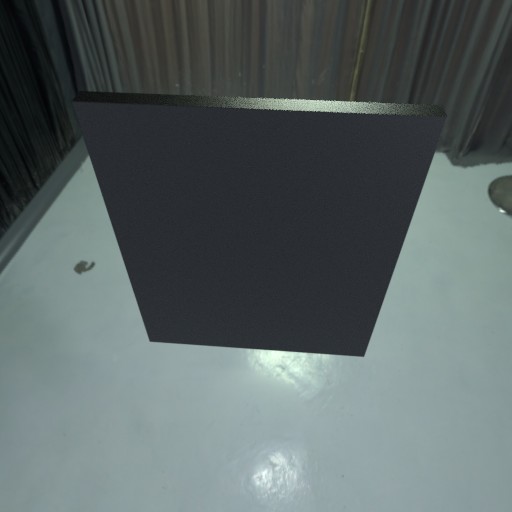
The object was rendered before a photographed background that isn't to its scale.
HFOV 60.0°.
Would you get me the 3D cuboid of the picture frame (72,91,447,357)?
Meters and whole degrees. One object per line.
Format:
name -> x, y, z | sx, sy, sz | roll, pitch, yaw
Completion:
picture frame -> 0.000, 0.000, 0.754 | 0.460, 0.556, 0.028 | 3, 47, 3
